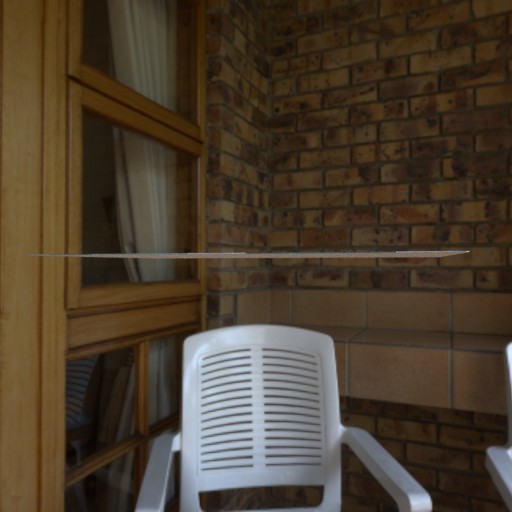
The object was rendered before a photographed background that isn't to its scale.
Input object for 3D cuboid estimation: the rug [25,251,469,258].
[{"bbox_3d":[0.000,0.000,2.998,2.420,0.005,1.528,0,-1,18],"label":"rug"}]
